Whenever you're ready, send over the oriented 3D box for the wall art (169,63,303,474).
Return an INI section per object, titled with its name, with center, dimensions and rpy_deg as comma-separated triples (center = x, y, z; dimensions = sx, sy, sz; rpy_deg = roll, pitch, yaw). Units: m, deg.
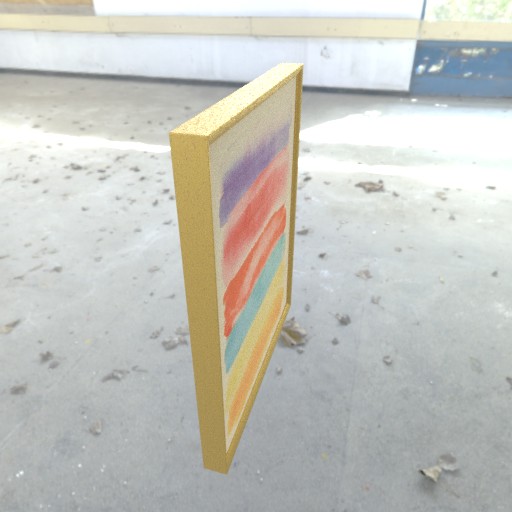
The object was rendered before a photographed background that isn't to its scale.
[wall art]
center = 0.000, 0.000, 0.889
dimensions = 0.048, 0.642, 0.537
rpy_deg = 9, 33, 14
